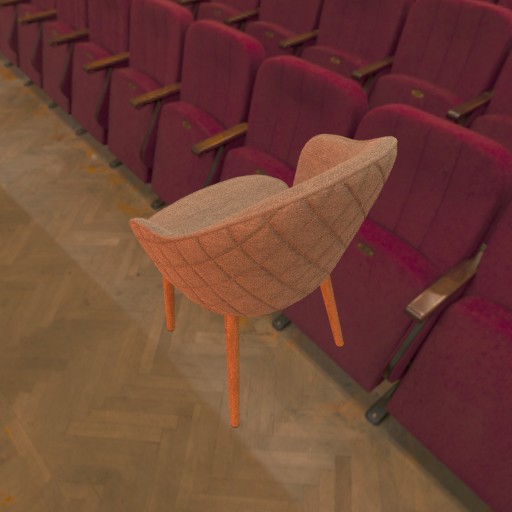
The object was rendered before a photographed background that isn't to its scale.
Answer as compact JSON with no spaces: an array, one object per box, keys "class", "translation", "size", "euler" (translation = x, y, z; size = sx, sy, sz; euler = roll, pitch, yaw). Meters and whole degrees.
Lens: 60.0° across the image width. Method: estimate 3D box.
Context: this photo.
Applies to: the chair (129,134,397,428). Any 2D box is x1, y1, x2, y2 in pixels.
[{"class":"chair","translation":[0.000,0.000,1.137],"size":[0.540,0.800,0.530],"euler":[-30,52,-26]}]
